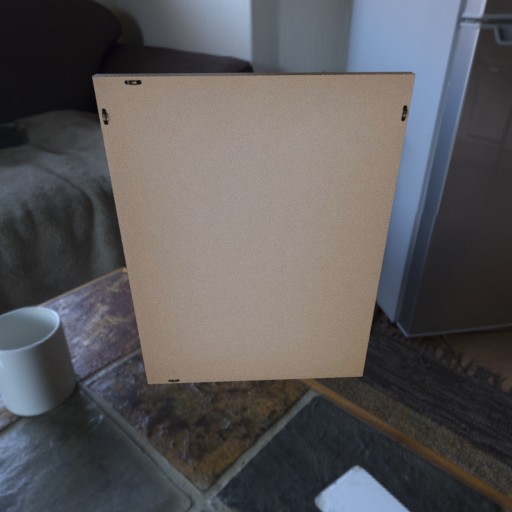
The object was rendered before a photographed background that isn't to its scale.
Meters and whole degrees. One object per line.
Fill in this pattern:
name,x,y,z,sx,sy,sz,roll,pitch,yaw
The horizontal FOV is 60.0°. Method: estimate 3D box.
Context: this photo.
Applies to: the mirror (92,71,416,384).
mirror,0.000,0.000,1.321,0.762,1.016,0.040,-1,32,-2
